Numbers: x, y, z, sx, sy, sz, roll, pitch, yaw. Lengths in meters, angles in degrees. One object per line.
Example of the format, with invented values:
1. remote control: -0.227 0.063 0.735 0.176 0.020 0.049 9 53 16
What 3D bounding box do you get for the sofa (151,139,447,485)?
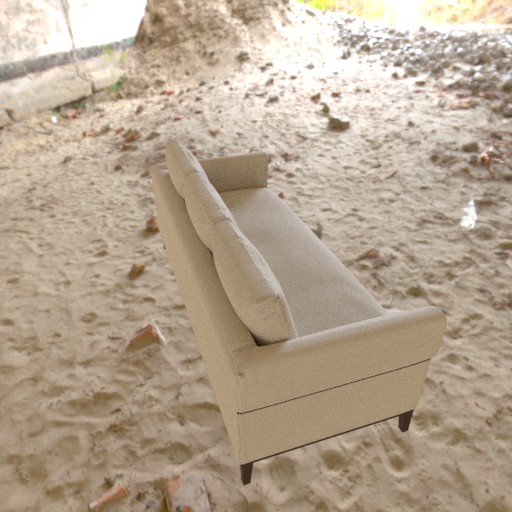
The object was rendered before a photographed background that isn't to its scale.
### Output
1. sofa: 0.000 0.000 2.636 0.902 0.911 2.198 -10 33 -16
